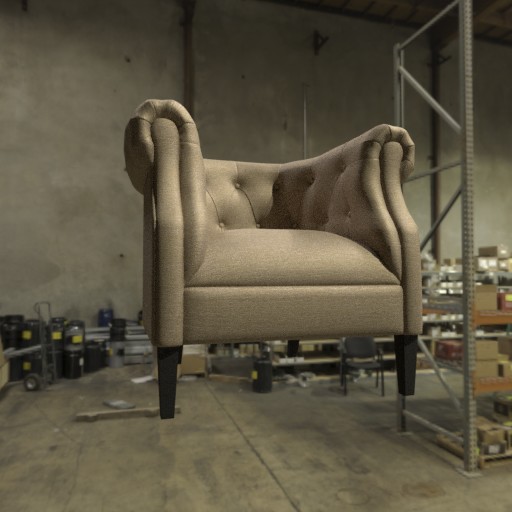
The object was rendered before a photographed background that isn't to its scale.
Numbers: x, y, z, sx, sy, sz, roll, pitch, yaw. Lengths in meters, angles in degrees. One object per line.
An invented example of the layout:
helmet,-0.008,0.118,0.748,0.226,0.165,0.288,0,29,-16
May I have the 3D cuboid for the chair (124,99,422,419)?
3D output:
chair,0.000,0.000,1.563,0.905,0.827,0.852,1,-2,-17
